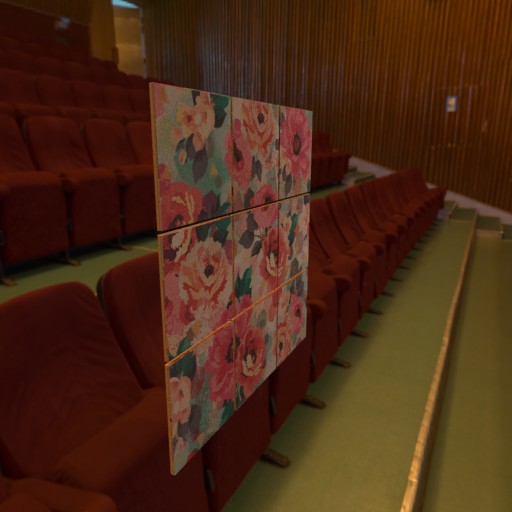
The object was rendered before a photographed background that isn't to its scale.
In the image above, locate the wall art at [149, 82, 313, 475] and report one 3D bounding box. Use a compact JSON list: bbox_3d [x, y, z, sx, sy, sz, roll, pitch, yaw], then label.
[{"bbox_3d":[0.000,0.000,1.377,0.012,0.910,0.911,7,16,26],"label":"wall art"}]
